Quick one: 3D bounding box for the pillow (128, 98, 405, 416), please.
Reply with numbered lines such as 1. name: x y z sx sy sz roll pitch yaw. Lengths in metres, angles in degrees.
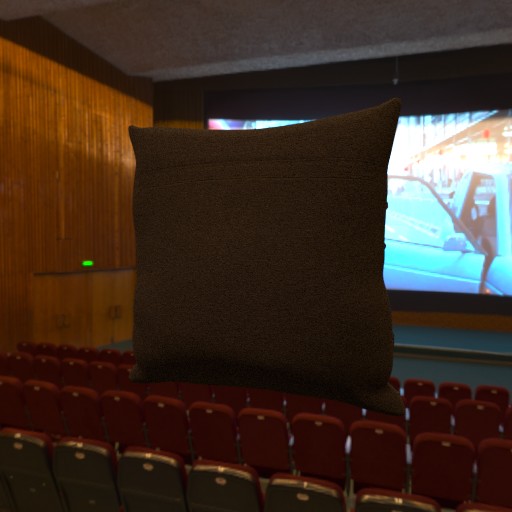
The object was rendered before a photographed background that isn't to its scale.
1. pillow: 0.000 0.000 0.679 0.439 0.440 0.183 1 3 17
